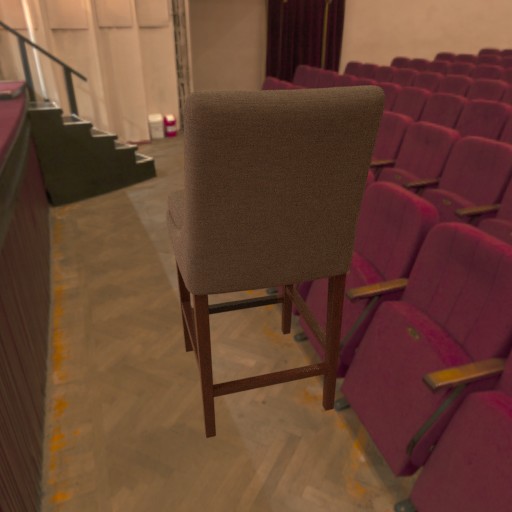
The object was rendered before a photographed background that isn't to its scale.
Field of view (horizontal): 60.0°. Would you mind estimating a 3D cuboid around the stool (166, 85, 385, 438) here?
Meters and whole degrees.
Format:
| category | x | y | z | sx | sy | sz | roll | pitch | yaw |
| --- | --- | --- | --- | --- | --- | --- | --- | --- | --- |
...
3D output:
| category | x | y | z | sx | sy | sz | roll | pitch | yaw |
| --- | --- | --- | --- | --- | --- | --- | --- | --- | --- |
| stool | 0.000 | 0.000 | 1.305 | 0.470 | 0.981 | 0.577 | -7 | 28 | -14 |
